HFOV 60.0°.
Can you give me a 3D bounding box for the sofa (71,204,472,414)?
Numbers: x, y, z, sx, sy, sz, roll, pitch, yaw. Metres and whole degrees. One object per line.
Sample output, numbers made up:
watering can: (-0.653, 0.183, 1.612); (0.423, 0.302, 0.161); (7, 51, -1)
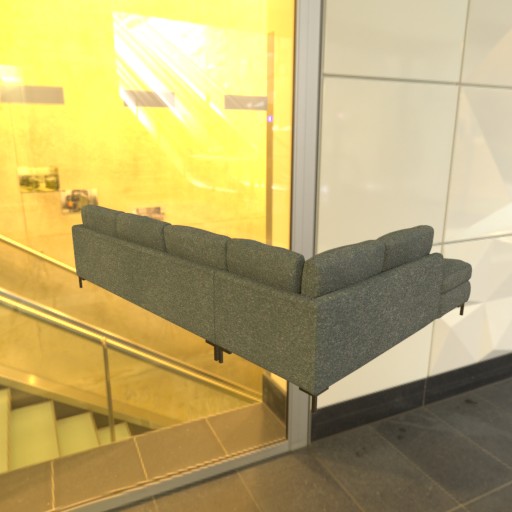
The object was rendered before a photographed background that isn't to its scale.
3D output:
sofa: (0.000, 0.000, 3.859); (2.007, 0.815, 2.949); (-14, 20, -43)
